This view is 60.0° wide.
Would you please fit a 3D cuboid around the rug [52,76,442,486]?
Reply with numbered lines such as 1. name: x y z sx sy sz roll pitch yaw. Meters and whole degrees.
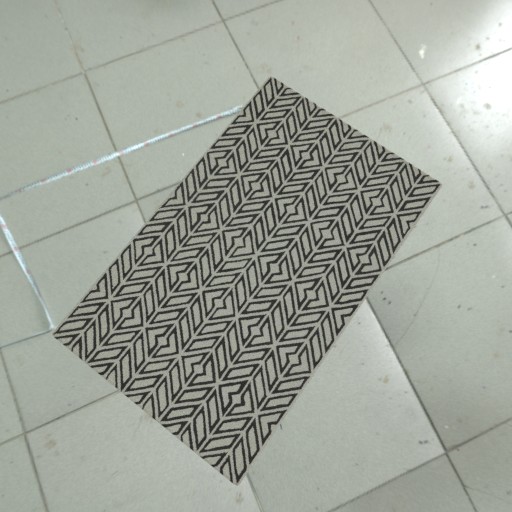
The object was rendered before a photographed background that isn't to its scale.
1. rug: 0.000 0.000 3.025 1.523 0.008 2.438 35 78 9
